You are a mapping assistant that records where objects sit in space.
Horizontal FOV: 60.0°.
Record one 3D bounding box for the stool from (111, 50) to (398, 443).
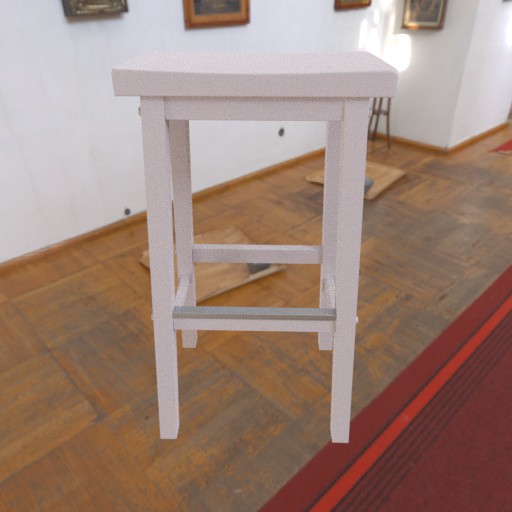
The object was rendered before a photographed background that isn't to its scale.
[{"bbox_3d":[0.000,0.000,0.906,0.406,0.742,0.322,1,31,1],"label":"stool"}]
